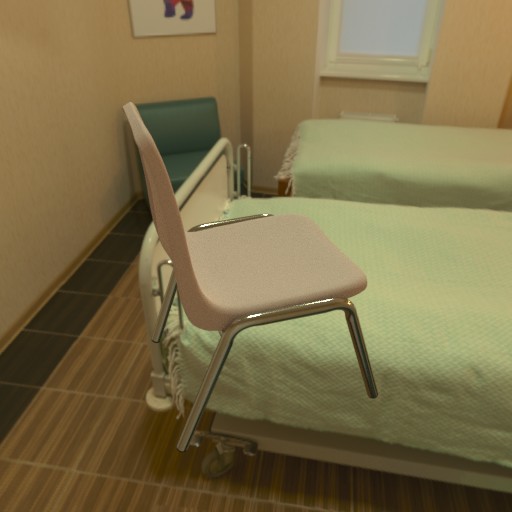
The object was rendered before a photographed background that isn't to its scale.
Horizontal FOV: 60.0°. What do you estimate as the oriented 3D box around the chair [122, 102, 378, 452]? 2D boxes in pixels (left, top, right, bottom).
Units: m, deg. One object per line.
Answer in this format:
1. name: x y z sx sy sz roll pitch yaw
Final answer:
1. chair: 0.000 0.000 0.851 0.423 0.586 0.354 -11 34 -17
